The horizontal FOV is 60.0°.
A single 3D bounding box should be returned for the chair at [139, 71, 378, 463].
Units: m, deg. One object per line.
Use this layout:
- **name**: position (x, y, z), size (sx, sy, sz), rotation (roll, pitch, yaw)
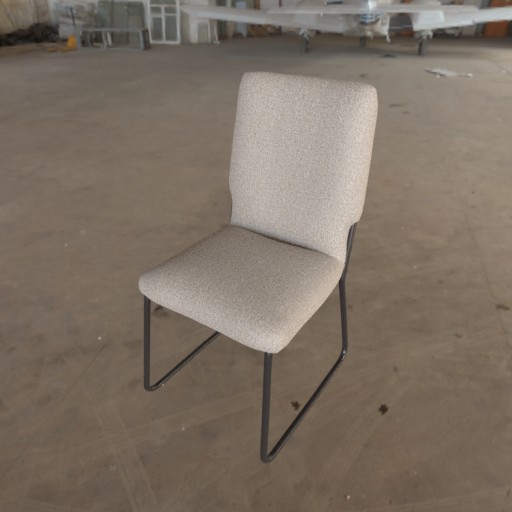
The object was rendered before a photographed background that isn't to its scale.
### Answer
- **chair**: position (0.000, 0.000, 1.212), size (0.448, 0.864, 0.560), rotation (19, 36, 29)
